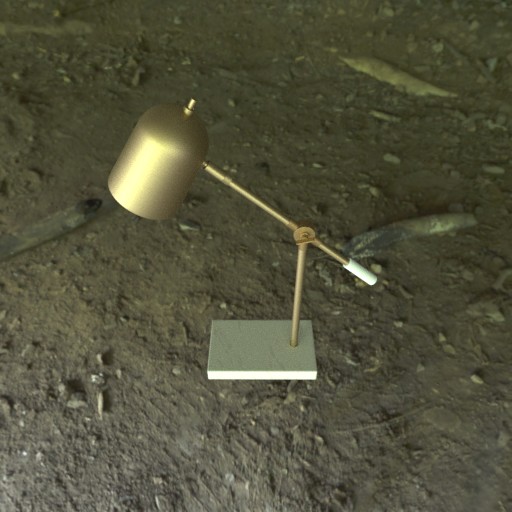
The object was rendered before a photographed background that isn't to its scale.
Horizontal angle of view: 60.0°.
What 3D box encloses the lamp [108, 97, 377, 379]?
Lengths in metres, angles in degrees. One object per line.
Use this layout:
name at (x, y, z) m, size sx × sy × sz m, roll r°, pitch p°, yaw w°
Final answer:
lamp at (0.000, 0.000, 0.827) m, size 0.471 × 0.603 × 0.144 m, roll 0°, pitch 42°, yaw 0°
